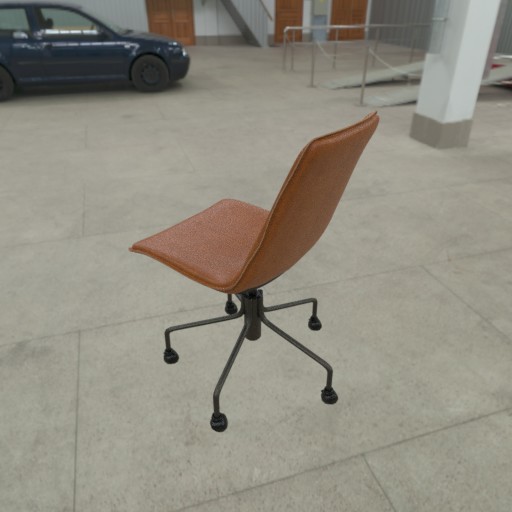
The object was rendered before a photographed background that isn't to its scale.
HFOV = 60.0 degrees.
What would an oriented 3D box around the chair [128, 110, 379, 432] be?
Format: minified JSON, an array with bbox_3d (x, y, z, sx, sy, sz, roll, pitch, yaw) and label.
[{"bbox_3d":[0.000,0.000,1.395,0.660,0.920,0.651,21,37,31],"label":"chair"}]
